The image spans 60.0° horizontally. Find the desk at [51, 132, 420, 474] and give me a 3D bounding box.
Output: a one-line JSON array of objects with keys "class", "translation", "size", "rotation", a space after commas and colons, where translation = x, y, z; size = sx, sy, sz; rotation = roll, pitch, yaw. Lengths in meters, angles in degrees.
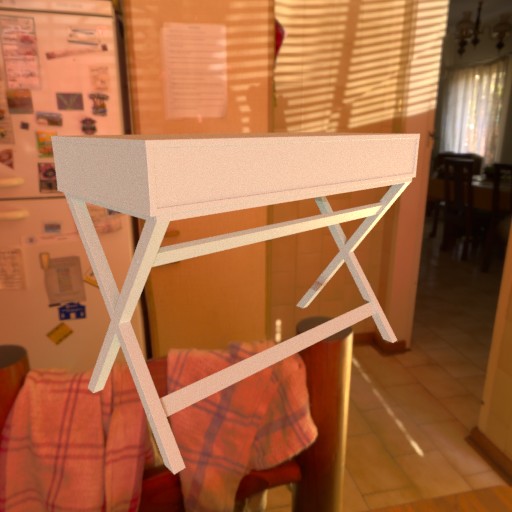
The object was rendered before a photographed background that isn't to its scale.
[{"class": "desk", "translation": [0.000, 0.000, 1.477], "size": [1.057, 0.780, 0.525], "rotation": [-15, 22, -41]}]
